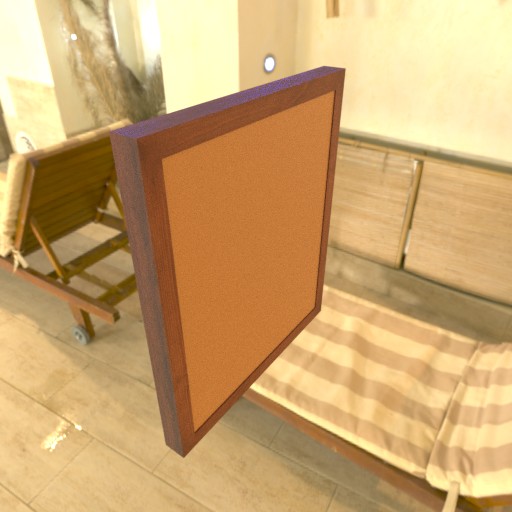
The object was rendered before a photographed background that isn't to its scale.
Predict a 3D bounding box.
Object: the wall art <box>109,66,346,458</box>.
[{"bbox_3d":[0.000,0.000,0.537,0.030,0.381,0.330,21,39,30],"label":"wall art"}]
